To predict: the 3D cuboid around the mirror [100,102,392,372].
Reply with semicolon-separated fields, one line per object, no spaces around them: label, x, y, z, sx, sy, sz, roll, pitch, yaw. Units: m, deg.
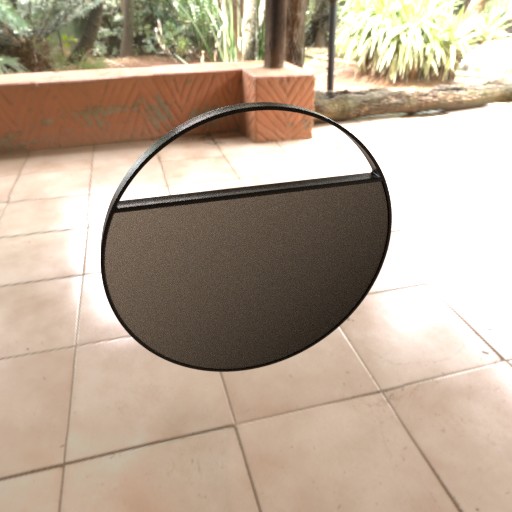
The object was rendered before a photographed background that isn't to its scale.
mirror;0.000;0.000;0.853;0.565;0.565;0.032;-9;32;-14
